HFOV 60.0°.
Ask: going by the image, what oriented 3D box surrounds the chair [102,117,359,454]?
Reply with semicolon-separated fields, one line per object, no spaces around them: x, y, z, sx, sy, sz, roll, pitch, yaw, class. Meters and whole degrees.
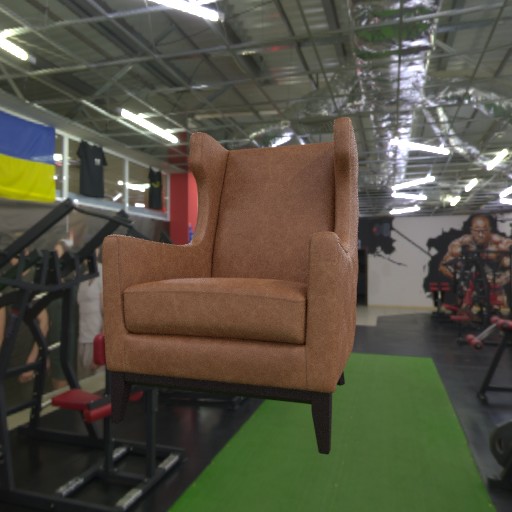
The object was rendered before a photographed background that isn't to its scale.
0.000;0.000;1.701;0.766;1.079;0.899;0;0;19;chair
